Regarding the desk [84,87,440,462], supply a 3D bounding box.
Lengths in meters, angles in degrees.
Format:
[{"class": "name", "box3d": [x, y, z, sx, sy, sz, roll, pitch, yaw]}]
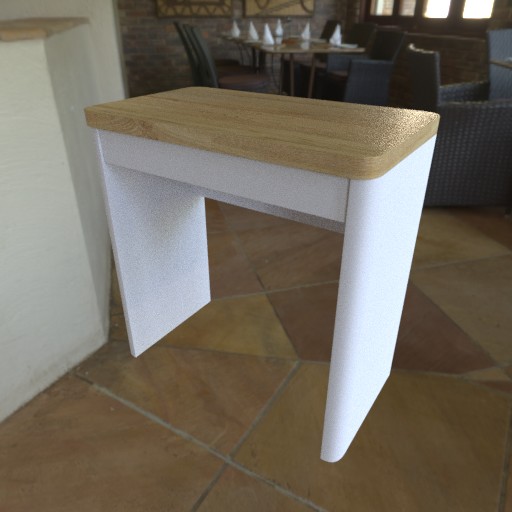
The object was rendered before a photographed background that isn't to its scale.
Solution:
[{"class": "desk", "box3d": [0.000, 0.000, 1.247, 0.760, 0.790, 0.440, 18, 34, 29]}]
